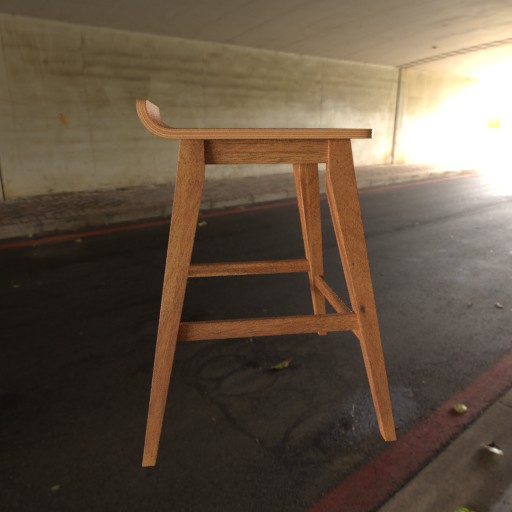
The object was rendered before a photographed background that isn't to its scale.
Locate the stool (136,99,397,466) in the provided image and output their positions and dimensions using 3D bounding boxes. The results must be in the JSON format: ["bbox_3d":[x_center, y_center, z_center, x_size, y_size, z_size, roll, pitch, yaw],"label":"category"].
[{"bbox_3d":[0.000,0.000,1.005,0.500,0.650,0.500,-2,16,-8],"label":"stool"}]
